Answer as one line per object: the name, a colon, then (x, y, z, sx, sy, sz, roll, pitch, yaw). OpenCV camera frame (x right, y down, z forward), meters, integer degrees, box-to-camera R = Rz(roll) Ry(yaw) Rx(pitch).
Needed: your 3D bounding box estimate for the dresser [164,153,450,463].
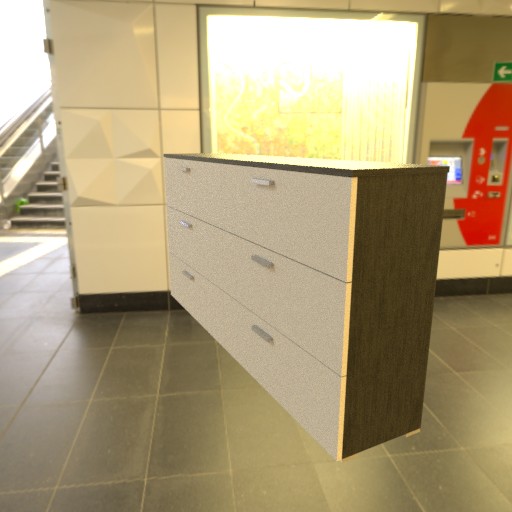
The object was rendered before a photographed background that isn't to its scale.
dresser: (0.000, 0.000, 1.829, 0.333, 0.790, 1.535, -7, 16, -26)
